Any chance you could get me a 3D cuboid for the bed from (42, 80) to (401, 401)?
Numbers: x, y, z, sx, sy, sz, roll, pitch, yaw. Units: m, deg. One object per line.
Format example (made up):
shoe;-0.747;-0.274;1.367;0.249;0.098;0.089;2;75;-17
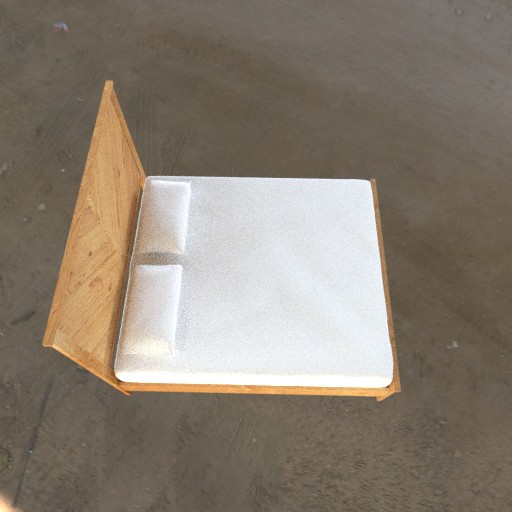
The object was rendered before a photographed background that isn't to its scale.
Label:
bed;0.000;0.000;4.024;2.530;1.938;2.225;1;63;1
